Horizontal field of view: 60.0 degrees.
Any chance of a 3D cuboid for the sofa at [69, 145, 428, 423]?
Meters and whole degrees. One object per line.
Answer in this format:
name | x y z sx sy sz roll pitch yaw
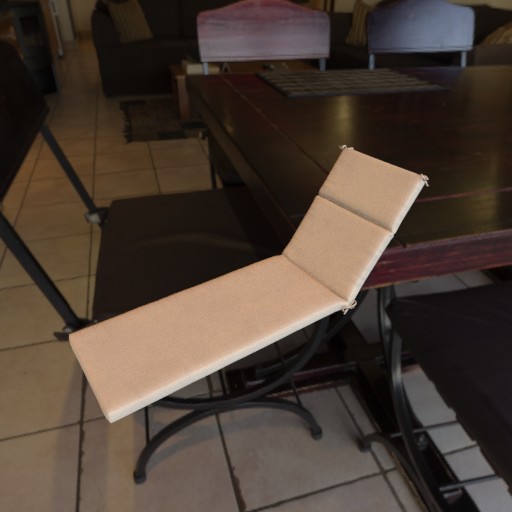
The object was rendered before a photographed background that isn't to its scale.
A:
sofa | 0.000 0.000 2.035 1.663 0.622 0.582 -20 38 -29
